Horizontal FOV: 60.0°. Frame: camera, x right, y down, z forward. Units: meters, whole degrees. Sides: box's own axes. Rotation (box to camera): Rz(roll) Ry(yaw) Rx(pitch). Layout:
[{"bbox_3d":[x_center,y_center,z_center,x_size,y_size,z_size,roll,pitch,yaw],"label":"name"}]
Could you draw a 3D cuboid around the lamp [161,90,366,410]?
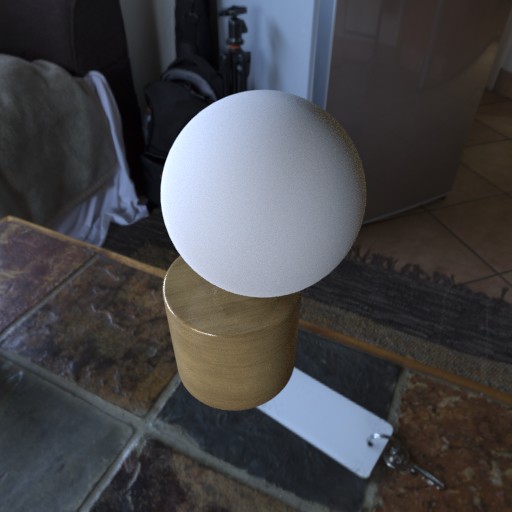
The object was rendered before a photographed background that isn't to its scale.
[{"bbox_3d":[0.000,0.000,0.348,0.152,0.250,0.141,-12,43,-13],"label":"lamp"}]
